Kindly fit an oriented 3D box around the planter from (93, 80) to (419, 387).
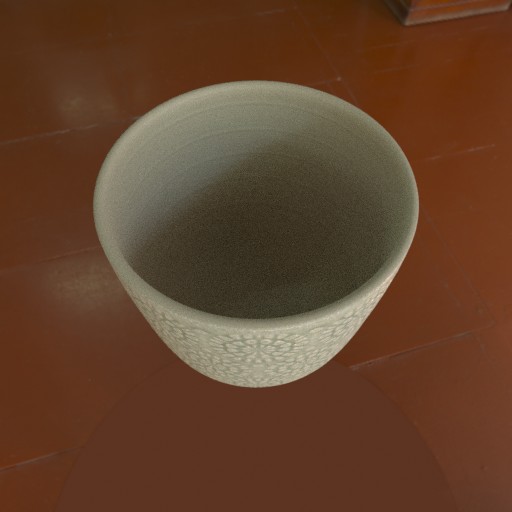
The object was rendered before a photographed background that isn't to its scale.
[{"bbox_3d":[0.000,0.000,0.216,0.124,0.109,0.124,0,57,0],"label":"planter"}]
